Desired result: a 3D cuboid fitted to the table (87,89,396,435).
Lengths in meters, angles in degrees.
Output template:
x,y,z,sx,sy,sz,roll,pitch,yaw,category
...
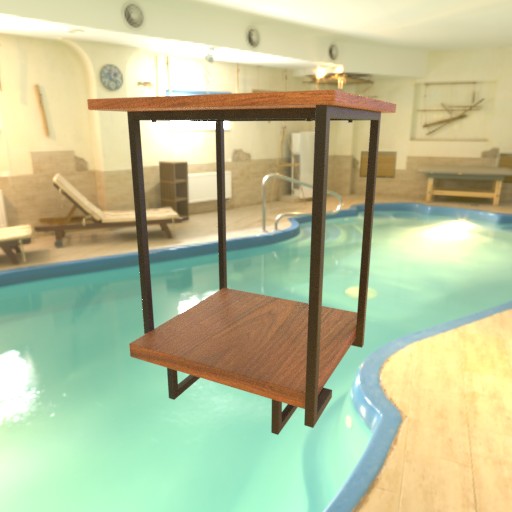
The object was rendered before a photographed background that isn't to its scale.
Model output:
x,y,z,sx,sy,sz,roll,pitch,yaw,category
0.000,0.000,0.861,0.411,0.567,0.384,8,18,26,table
